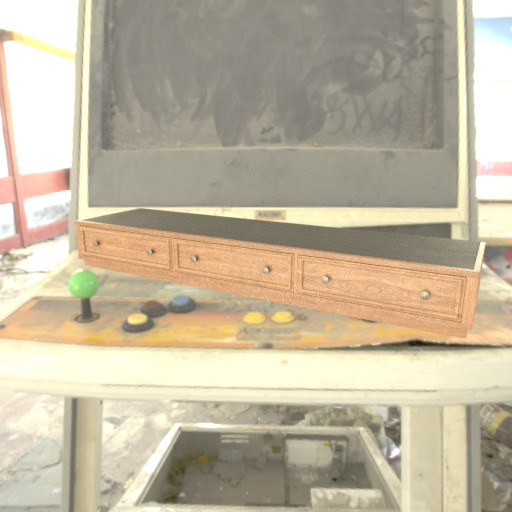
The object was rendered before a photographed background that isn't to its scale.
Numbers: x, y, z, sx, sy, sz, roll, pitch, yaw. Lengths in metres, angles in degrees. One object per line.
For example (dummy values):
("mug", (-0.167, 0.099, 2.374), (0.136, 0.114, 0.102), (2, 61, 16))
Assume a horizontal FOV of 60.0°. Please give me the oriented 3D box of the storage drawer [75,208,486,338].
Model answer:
("storage drawer", (0.000, 0.000, 2.247), (2.032, 0.264, 0.538), (8, 17, 28))
